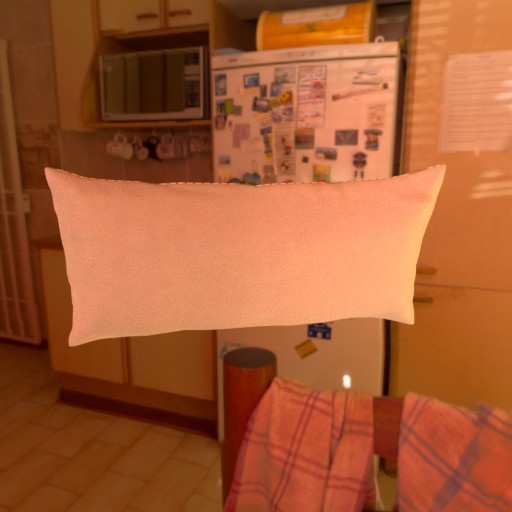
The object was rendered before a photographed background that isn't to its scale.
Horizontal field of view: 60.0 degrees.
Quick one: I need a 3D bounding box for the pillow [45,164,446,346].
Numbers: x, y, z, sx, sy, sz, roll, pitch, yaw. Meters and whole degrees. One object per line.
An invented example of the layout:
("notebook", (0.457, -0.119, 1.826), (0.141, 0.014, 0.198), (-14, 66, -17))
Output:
("pillow", (0.000, 0.000, 0.719), (0.608, 0.292, 0.156), (-2, 12, -10))
